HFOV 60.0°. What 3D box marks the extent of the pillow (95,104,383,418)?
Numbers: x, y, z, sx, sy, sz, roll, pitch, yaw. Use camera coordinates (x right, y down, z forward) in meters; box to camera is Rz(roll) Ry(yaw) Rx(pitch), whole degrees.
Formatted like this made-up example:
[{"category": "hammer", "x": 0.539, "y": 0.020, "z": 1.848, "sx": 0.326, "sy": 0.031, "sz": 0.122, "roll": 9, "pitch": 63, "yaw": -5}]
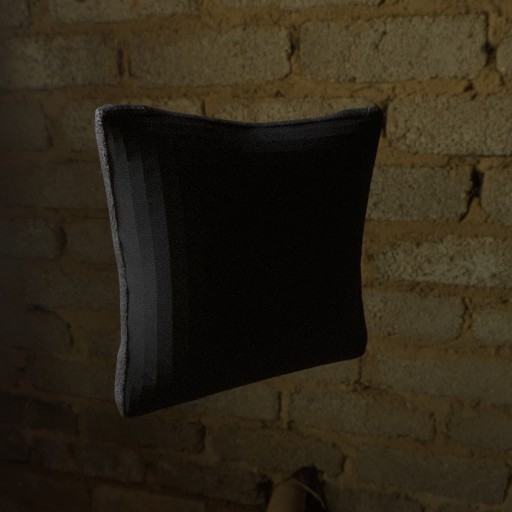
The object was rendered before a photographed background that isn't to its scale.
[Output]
[{"category": "pillow", "x": 0.000, "y": 0.000, "z": 0.804, "sx": 0.533, "sy": 0.523, "sz": 0.210, "roll": -8, "pitch": 18, "yaw": -25}]
